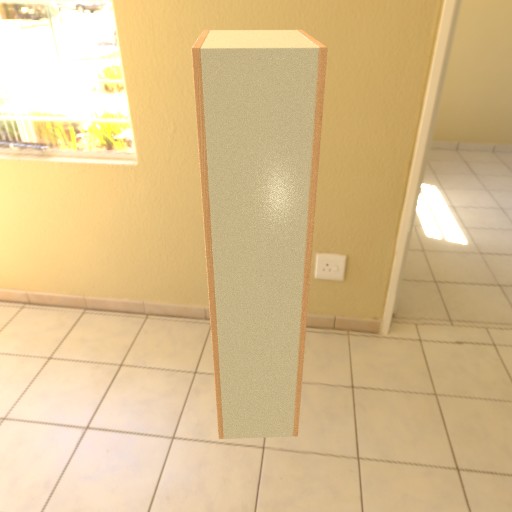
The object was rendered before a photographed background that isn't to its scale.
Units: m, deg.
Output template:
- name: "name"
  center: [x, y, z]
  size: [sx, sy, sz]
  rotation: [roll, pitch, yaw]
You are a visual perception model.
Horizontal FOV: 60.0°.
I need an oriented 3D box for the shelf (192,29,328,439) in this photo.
- name: "shelf"
  center: [0.000, 0.000, 0.992]
  size: [0.197, 0.882, 0.290]
  rotation: [-1, 32, -2]
